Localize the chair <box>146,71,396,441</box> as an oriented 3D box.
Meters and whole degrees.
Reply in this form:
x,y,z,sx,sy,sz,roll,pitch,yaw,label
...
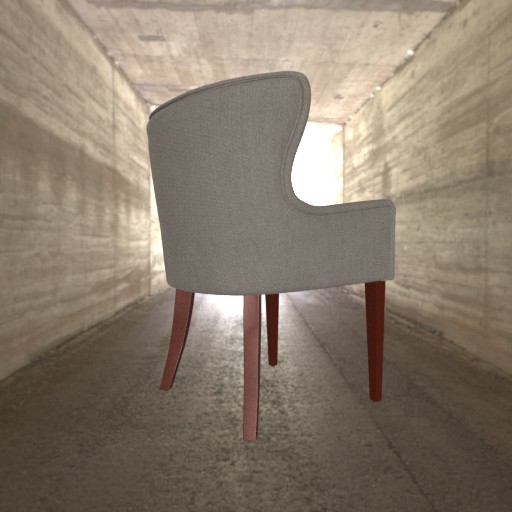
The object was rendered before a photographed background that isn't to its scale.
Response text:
x,y,z,sx,sy,sz,roll,pitch,yaw,label
0.000,0.000,1.479,0.677,0.948,0.732,-1,2,-37,chair
